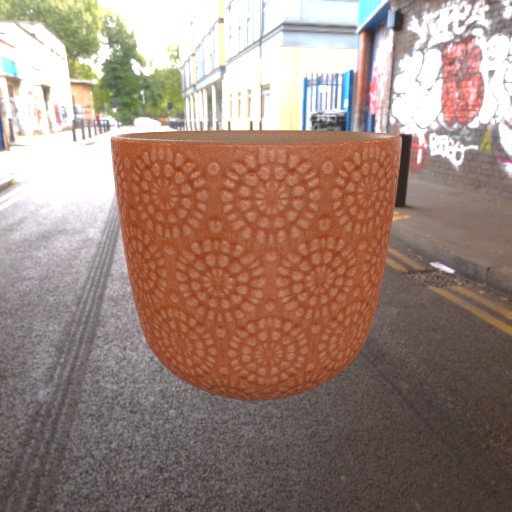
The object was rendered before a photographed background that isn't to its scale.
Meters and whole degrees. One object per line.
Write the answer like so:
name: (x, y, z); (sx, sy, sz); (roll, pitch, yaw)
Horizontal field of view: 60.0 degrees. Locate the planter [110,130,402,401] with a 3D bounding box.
planter: (0.000, 0.000, 0.358); (0.208, 0.190, 0.208); (0, 17, 0)
